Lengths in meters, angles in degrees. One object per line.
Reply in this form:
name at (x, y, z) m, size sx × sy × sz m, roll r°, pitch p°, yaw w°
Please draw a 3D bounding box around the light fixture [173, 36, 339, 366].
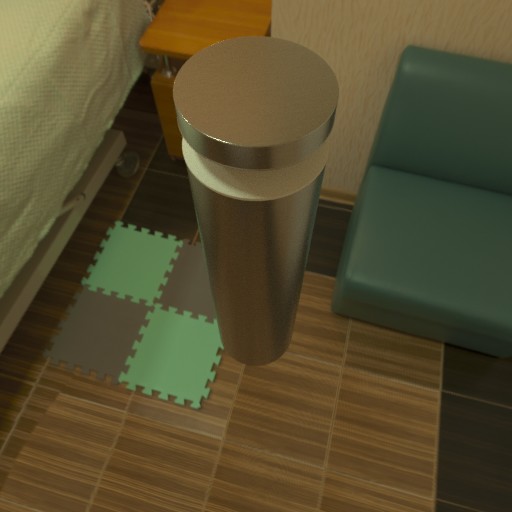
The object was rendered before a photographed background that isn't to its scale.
light fixture at (0.000, 0.000, 0.439) m, size 0.102 × 0.400 × 0.102 m, roll -12°, pitch 60°, yaw -7°
